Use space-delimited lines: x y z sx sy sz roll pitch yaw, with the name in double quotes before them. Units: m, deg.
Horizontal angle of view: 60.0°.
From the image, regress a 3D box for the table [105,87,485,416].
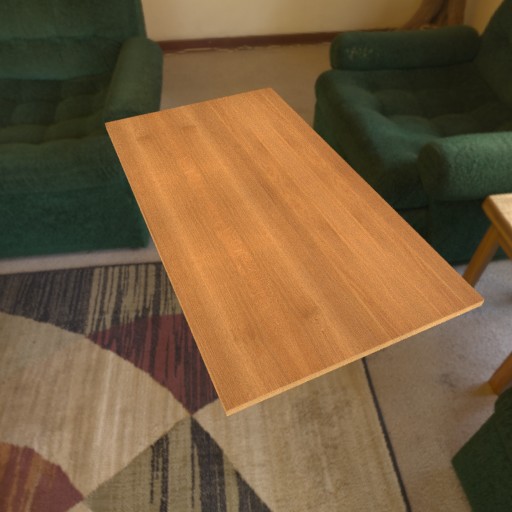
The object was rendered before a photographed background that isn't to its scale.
"table" 0.000 0.000 2.078 0.900 0.750 1.600 -18 50 -16
